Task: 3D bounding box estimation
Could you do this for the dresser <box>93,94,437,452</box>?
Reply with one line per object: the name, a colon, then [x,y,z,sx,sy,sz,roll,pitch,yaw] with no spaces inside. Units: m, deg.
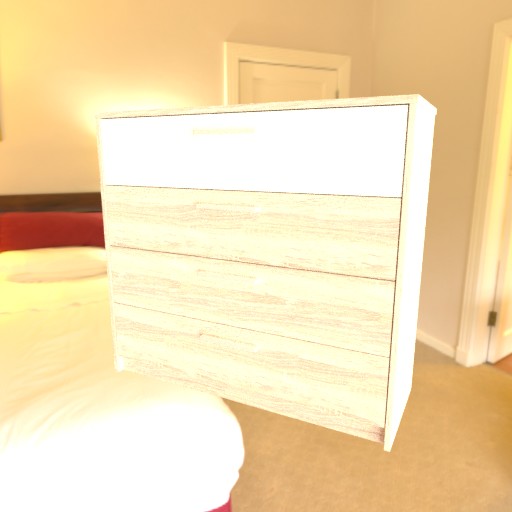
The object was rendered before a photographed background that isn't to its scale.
dresser: [0.000,0.000,1.438,0.980,0.900,0.380,7,15,27]
